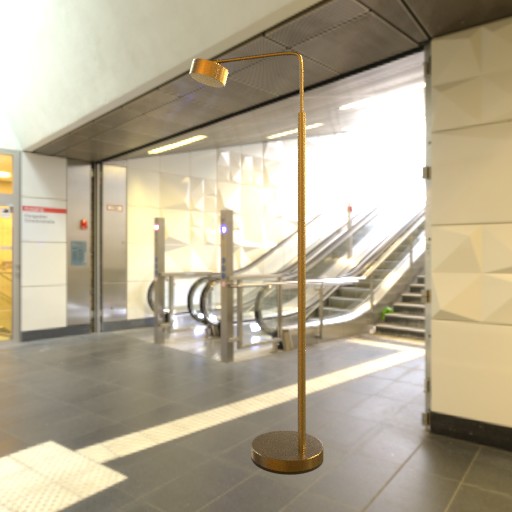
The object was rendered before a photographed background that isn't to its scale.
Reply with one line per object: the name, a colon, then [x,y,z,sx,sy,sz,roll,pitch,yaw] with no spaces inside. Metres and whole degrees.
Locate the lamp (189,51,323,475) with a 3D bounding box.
lamp: [0.000,0.000,1.384,0.418,1.230,0.219,0,0,17]
